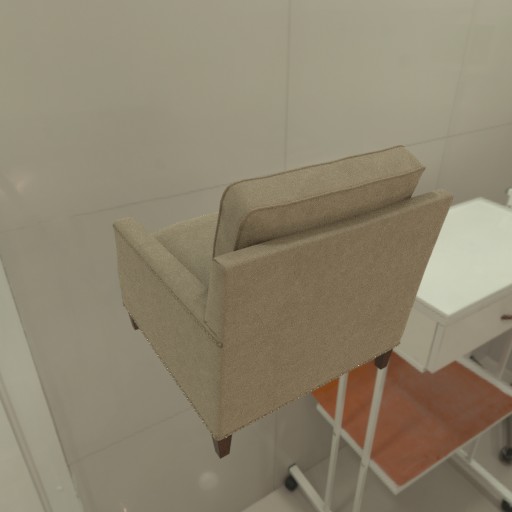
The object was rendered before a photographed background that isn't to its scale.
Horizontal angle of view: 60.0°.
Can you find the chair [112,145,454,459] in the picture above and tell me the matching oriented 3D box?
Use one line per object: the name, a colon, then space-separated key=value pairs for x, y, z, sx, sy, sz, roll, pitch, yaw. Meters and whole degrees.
chair: x=0.000 y=0.000 z=1.726 sx=0.853 sy=0.943 sz=1.014 roll=-18 pitch=33 yaw=-29
